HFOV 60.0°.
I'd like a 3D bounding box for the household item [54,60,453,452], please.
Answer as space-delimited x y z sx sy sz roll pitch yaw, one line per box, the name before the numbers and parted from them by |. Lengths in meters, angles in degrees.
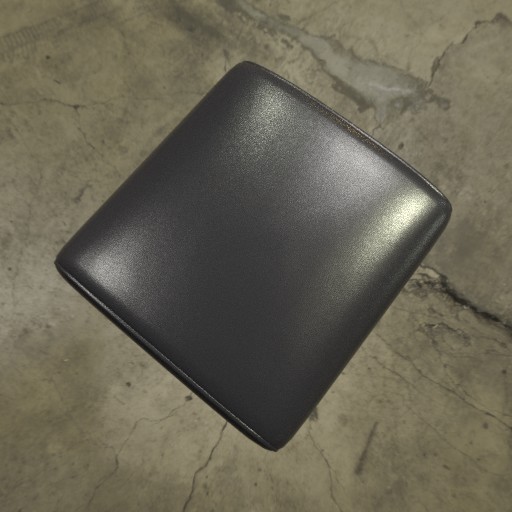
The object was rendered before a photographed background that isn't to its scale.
household item | 0.000 0.000 0.891 0.530 0.410 0.530 38 79 9
